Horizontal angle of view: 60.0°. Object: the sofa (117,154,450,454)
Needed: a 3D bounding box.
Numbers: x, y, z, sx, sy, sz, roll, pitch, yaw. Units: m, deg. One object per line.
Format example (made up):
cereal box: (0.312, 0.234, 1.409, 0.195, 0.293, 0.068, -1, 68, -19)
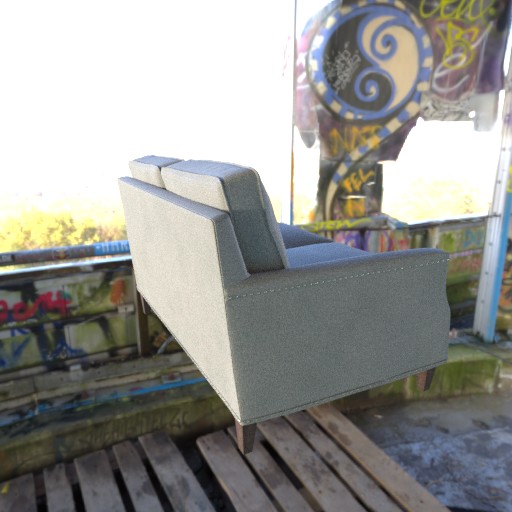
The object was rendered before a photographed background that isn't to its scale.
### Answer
sofa: (0.000, 0.000, 2.262, 1.084, 1.003, 1.597, -8, 17, -26)
